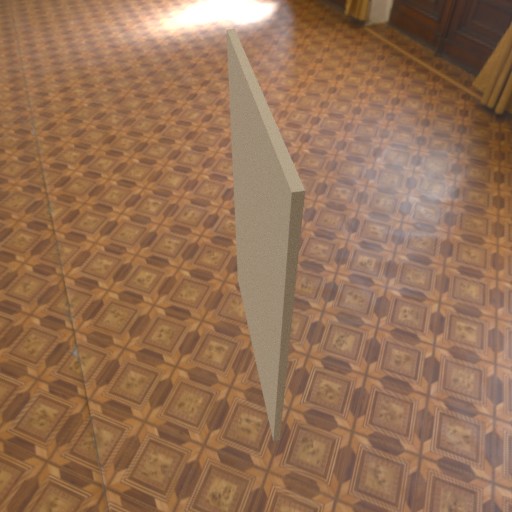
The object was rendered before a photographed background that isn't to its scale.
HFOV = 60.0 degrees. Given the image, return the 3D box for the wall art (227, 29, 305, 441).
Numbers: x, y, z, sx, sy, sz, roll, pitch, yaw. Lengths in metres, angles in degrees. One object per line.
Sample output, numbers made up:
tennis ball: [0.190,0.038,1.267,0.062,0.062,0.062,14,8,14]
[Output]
wall art: [0.000,0.000,0.607,0.010,0.474,0.325,-8,47,-8]
